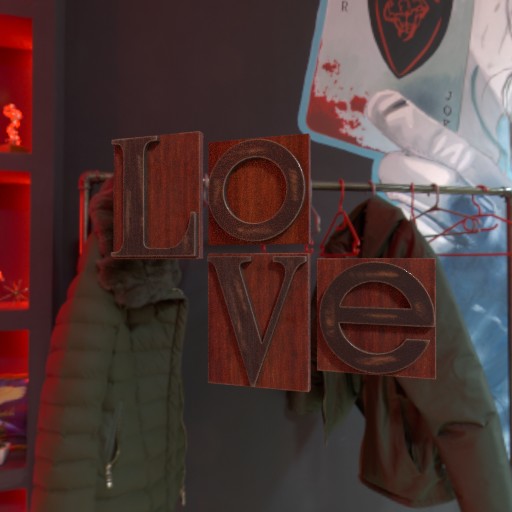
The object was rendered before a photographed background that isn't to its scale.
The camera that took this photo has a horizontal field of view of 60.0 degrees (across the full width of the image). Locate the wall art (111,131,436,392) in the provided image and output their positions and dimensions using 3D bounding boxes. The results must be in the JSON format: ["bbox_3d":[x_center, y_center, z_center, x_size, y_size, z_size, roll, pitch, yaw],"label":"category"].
[{"bbox_3d":[0.000,0.000,0.844,0.635,0.497,0.030,0,-1,18],"label":"wall art"}]
